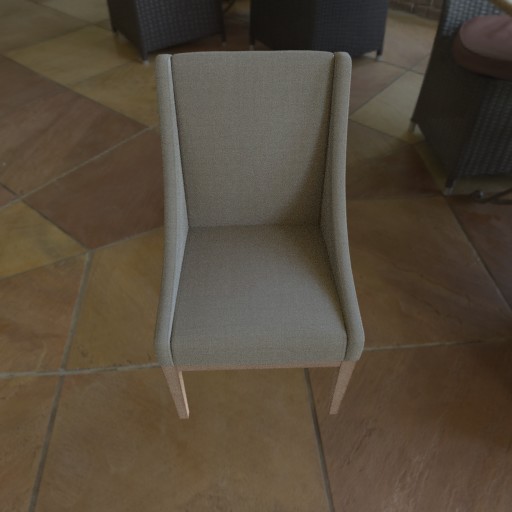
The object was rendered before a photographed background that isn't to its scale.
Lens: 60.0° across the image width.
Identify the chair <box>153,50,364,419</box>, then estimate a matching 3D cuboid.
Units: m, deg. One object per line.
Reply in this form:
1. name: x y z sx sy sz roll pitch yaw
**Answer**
1. chair: 0.000 0.000 1.377 0.575 1.021 0.611 -1 46 -1
